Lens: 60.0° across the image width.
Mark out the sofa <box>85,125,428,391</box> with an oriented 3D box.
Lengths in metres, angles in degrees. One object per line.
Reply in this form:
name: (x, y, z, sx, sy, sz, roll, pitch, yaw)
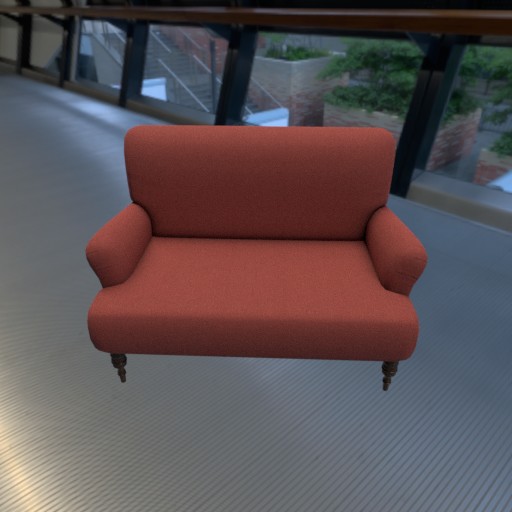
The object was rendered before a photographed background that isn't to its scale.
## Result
sofa: (0.000, 0.000, 1.860, 1.297, 0.889, 0.779, 1, 31, 2)
